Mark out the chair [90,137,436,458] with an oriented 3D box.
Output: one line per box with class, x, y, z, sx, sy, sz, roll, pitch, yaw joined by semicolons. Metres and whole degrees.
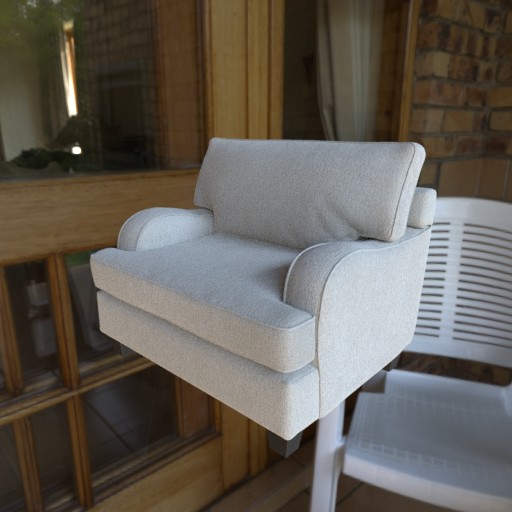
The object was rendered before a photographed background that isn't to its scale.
chair;0.000;0.000;2.012;1.220;1.016;1.041;14;21;41
